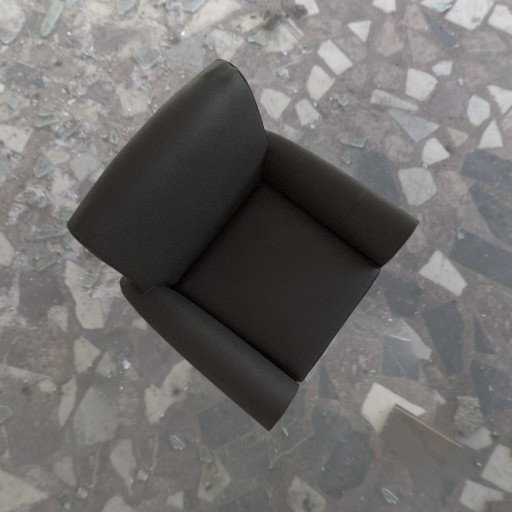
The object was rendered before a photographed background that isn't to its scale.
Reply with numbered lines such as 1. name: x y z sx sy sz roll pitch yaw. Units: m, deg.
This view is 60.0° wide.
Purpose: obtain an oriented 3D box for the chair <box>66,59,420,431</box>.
1. chair: 0.000 0.000 1.774 0.902 1.061 0.978 37 79 8
